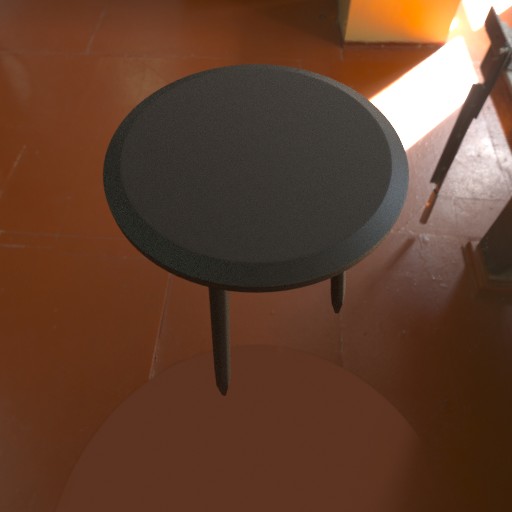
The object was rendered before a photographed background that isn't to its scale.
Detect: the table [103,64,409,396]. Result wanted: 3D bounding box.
[{"bbox_3d":[0.000,0.000,0.910,0.457,0.585,0.457,0,57,0],"label":"table"}]
